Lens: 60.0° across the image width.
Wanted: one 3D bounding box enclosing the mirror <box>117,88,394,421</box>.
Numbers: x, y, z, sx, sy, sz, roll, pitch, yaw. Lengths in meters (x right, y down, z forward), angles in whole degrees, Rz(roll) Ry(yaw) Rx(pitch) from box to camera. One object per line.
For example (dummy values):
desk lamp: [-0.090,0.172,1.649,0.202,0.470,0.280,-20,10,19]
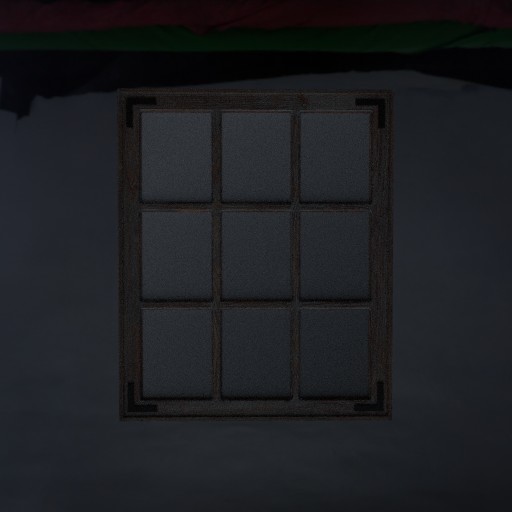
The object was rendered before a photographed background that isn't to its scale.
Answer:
mirror: [0.000,0.000,1.194,0.730,0.882,0.032,0,1,-1]
